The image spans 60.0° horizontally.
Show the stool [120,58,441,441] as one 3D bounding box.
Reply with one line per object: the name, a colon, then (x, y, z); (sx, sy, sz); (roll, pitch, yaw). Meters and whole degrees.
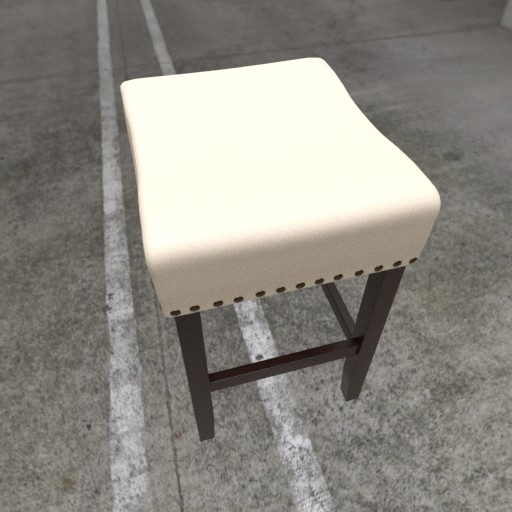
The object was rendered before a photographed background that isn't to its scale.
stool: (0.000, 0.000, 0.920); (0.401, 0.609, 0.471); (-12, 48, -10)
